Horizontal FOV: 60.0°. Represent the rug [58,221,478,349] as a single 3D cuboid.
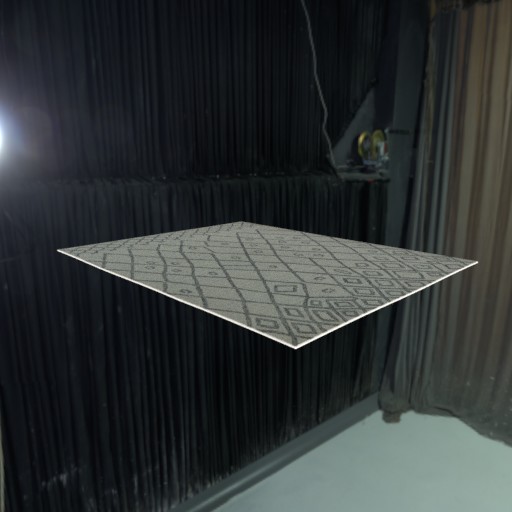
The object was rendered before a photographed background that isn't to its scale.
[{"bbox_3d":[0.000,0.000,4.083,2.446,0.015,3.046,-13,19,-43],"label":"rug"}]
